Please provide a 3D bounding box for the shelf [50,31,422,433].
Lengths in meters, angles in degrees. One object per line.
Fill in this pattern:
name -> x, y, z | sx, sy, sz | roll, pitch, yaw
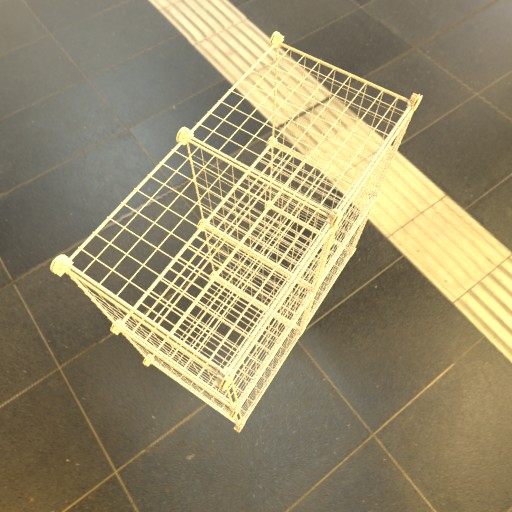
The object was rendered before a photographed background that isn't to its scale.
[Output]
shelf -> 0.000, 0.000, 1.138 | 0.356, 0.711, 0.711 | 31, 67, 14
